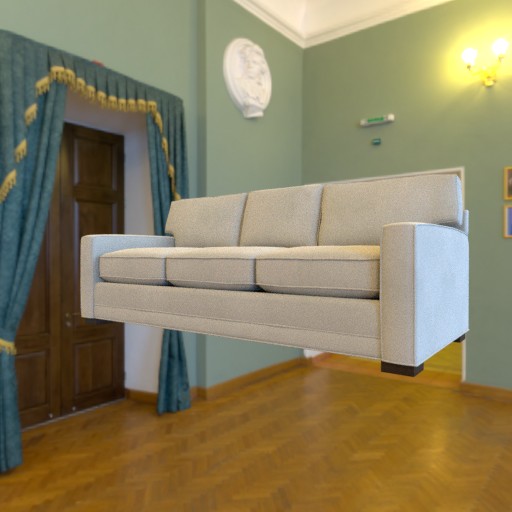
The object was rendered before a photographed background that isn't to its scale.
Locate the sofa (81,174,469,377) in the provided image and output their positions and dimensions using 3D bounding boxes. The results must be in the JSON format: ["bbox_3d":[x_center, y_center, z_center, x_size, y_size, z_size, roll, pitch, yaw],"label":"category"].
[{"bbox_3d":[0.000,0.000,2.556,2.088,0.862,0.935,0,1,36],"label":"sofa"}]
